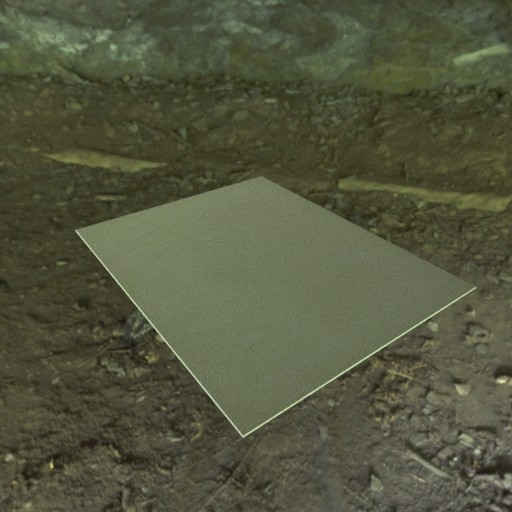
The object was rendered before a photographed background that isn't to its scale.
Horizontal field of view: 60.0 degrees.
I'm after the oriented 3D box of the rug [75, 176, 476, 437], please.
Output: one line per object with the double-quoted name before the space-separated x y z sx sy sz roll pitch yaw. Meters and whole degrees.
"rug" 0.000 0.000 3.572 2.073 0.011 2.584 -22 39 -30
